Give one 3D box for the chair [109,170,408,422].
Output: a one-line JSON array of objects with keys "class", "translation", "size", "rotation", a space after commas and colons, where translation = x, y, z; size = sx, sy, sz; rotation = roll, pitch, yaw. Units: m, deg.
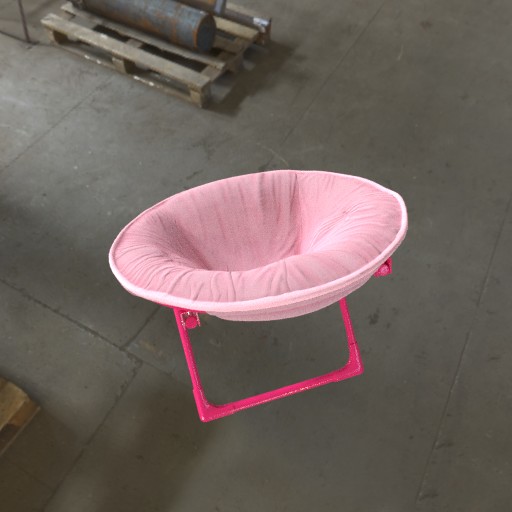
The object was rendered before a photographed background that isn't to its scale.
[{"class": "chair", "translation": [0.000, 0.000, 0.890], "size": [0.522, 0.494, 0.459], "rotation": [-14, 59, -9]}]
